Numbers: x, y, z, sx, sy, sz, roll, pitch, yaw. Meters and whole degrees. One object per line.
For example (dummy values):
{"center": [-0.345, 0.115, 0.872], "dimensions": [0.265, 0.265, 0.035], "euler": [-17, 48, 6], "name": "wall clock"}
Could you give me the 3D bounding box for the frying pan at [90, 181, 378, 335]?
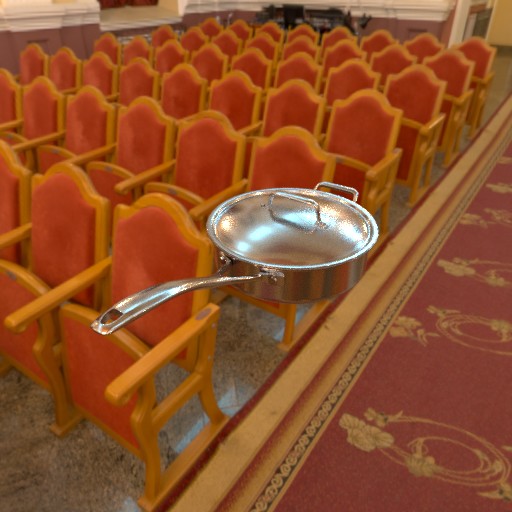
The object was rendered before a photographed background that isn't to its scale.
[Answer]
{"center": [0.000, 0.000, 0.588], "dimensions": [0.245, 0.111, 0.492], "euler": [21, 38, 29], "name": "frying pan"}
